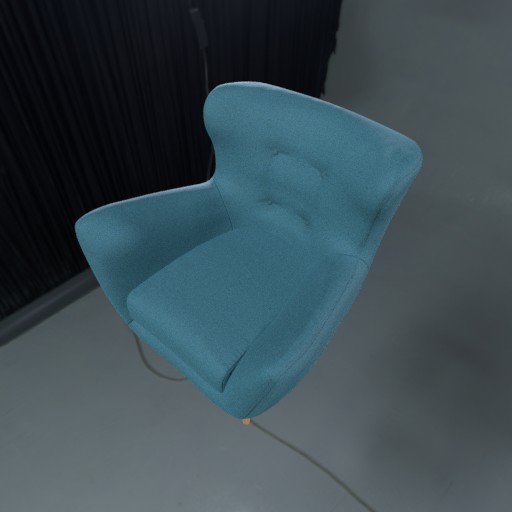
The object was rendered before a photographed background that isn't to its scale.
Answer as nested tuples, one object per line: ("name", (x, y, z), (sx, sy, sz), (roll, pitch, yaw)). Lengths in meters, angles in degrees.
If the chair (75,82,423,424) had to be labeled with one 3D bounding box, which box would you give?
("chair", (0.000, 0.000, 1.597), (0.890, 0.889, 0.889), (32, 53, 28))
